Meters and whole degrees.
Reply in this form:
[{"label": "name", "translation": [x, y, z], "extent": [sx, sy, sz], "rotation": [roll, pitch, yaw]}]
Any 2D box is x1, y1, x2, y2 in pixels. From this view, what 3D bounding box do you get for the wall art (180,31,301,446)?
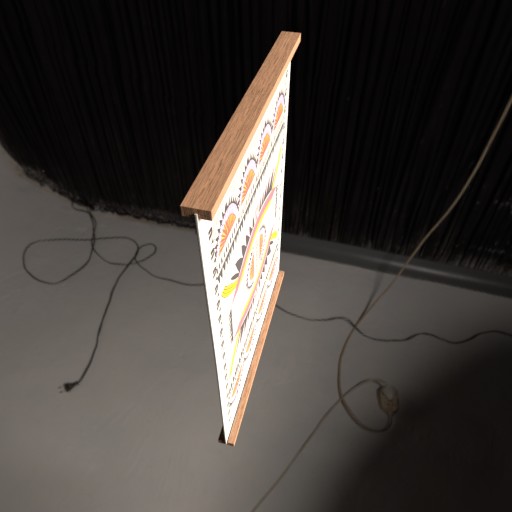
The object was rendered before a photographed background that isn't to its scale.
[{"label": "wall art", "translation": [0.000, 0.000, 0.696], "extent": [0.028, 0.527, 0.403], "rotation": [11, 48, 10]}]
